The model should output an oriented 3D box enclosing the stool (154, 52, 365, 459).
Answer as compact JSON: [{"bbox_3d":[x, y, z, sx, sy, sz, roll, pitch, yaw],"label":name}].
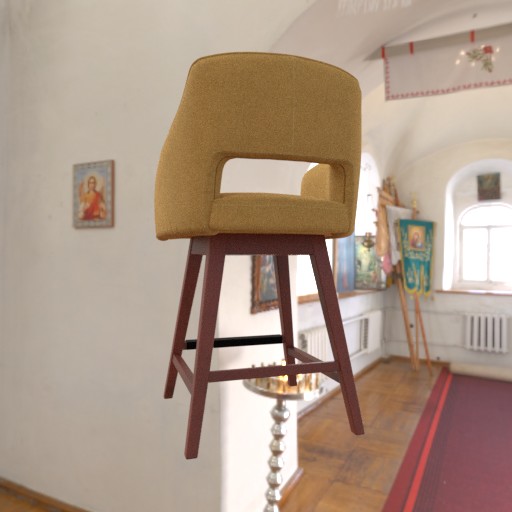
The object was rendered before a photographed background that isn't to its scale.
[{"bbox_3d":[0.000,0.000,1.266,0.548,0.924,0.558,0,0,-18],"label":"stool"}]
